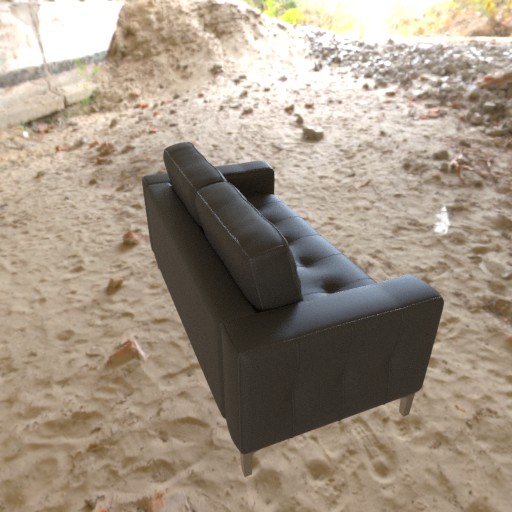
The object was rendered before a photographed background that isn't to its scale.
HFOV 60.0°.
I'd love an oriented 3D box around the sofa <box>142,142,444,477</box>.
[{"bbox_3d":[0.000,0.000,2.244,0.833,0.893,1.726,-12,32,-19],"label":"sofa"}]
